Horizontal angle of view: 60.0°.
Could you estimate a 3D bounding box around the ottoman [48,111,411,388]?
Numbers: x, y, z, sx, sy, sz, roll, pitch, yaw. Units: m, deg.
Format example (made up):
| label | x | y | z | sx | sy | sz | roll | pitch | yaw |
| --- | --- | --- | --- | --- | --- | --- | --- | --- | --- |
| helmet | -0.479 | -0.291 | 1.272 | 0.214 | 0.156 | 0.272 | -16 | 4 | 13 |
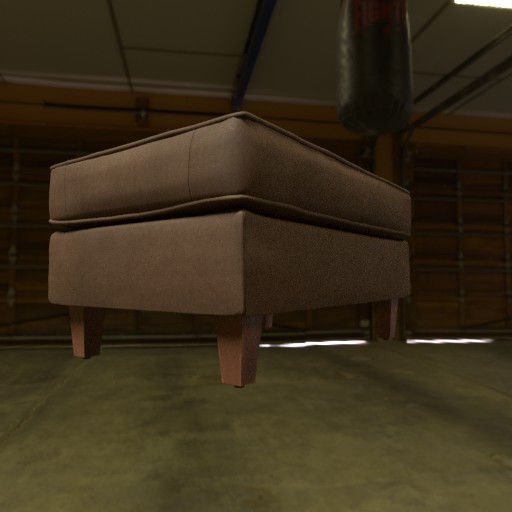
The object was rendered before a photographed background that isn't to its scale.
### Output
| label | x | y | z | sx | sy | sz | roll | pitch | yaw |
| --- | --- | --- | --- | --- | --- | --- | --- | --- | --- |
| ottoman | 0.000 | 0.000 | 1.170 | 0.596 | 0.481 | 0.860 | -2 | -3 | 36 |
